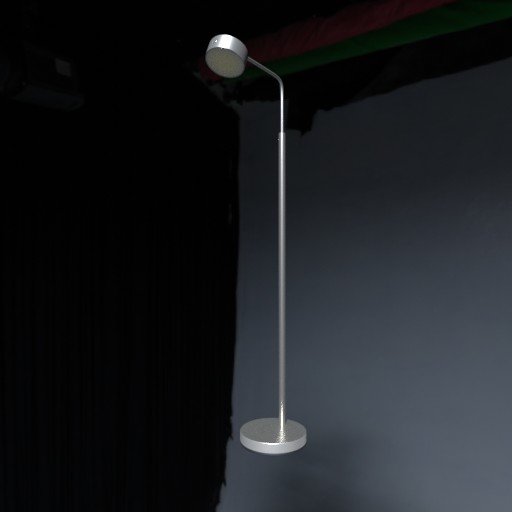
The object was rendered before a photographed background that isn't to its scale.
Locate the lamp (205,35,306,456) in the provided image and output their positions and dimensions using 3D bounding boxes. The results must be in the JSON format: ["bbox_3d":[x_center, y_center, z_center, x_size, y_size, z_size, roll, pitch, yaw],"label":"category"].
[{"bbox_3d":[0.000,0.000,1.415,0.222,1.250,0.421,0,0,36],"label":"lamp"}]
